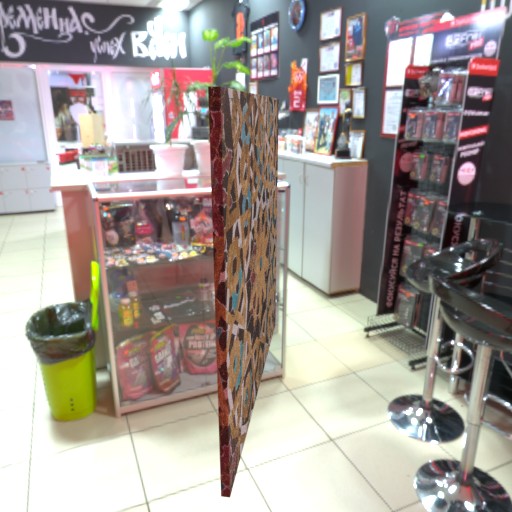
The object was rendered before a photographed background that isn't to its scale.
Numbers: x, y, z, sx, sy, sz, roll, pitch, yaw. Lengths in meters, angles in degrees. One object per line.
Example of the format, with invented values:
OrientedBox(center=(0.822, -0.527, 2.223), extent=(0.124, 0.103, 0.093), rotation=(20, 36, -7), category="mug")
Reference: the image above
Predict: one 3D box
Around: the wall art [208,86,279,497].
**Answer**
OrientedBox(center=(0.000, 0.000, 0.595), extent=(0.010, 0.406, 0.404), rotation=(3, 18, 9), category="wall art")
